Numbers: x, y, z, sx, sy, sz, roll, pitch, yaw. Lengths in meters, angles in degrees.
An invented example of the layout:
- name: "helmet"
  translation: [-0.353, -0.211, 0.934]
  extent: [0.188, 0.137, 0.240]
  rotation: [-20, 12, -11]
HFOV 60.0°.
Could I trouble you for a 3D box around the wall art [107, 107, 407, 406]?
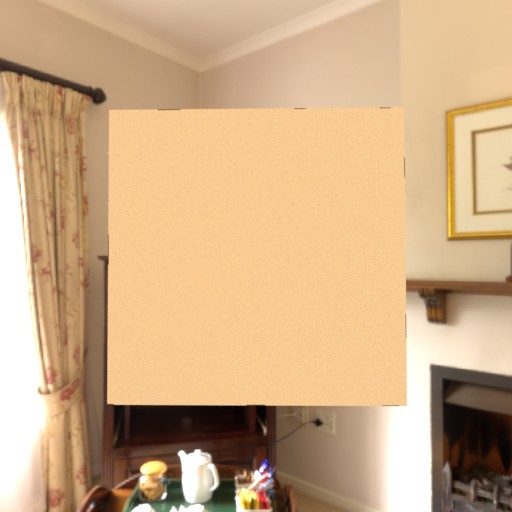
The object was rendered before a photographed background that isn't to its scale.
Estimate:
- name: "wall art"
  translation: [0.000, 0.000, 0.670]
  extent: [0.446, 0.445, 0.014]
  rotation: [0, -1, 1]
